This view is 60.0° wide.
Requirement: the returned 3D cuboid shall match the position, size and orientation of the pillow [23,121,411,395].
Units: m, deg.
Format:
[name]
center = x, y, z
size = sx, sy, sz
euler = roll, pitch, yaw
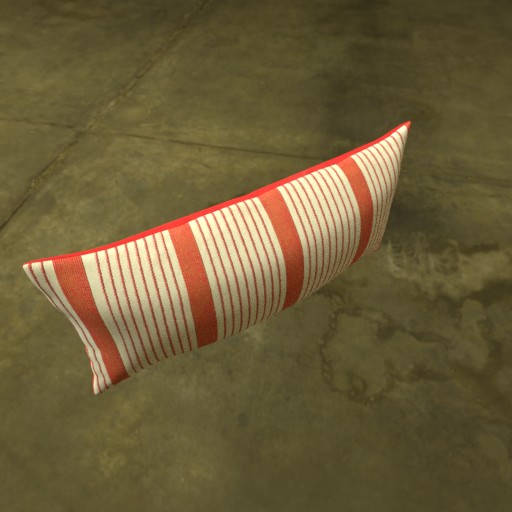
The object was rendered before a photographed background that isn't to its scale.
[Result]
[pillow]
center = 0.000, 0.000, 0.708
size = 0.608, 0.297, 0.151
euler = -24, 50, -22
